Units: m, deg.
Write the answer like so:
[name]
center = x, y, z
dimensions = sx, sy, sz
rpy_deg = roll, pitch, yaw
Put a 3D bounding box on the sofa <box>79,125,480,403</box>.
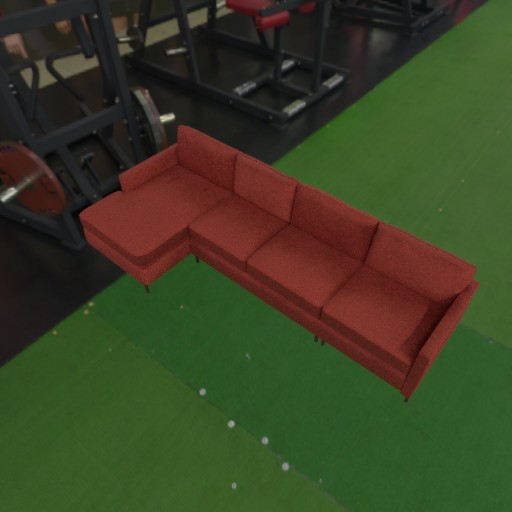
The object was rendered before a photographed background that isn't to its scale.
[sofa]
center = 0.000, 0.000, 4.032
dimensions = 3.400, 0.967, 1.500
rpy_deg = 31, 54, 27
